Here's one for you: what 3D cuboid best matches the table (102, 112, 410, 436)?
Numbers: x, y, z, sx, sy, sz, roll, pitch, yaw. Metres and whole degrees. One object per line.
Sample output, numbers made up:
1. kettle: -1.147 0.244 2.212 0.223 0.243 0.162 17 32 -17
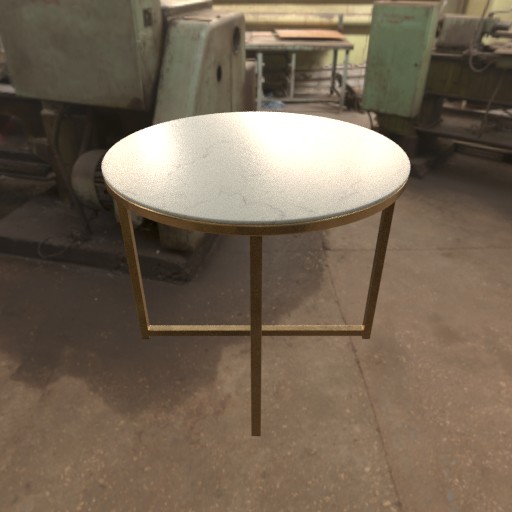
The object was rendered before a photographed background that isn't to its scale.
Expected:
1. table: 0.000 0.000 0.860 0.500 0.420 0.500 0 33 0
